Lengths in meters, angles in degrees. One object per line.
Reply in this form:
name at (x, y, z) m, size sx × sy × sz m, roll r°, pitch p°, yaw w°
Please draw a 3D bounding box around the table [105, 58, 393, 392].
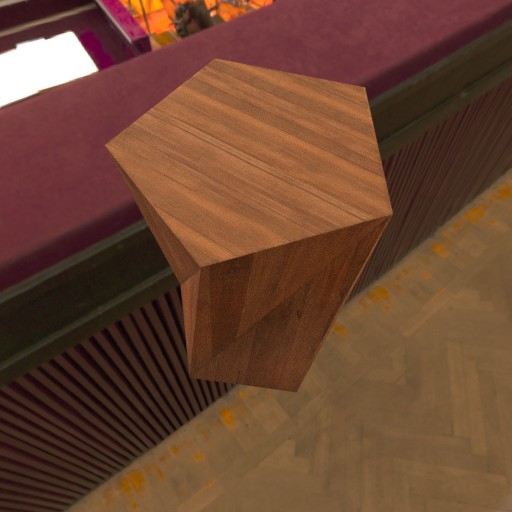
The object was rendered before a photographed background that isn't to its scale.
table at (0.000, 0.000, 0.902) m, size 0.441 × 0.604 × 0.425 m, roll -30°, pitch 62°, yaw -18°
